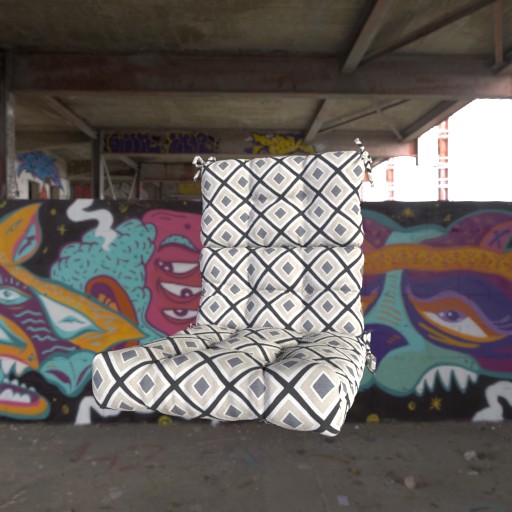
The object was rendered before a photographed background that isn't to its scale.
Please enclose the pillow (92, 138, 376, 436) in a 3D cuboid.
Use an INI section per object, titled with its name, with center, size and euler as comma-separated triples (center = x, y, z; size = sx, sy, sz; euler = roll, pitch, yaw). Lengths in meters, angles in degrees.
[pillow]
center = 0.000, 0.000, 1.017
size = 0.519, 0.605, 0.571
euler = 0, 0, 19
